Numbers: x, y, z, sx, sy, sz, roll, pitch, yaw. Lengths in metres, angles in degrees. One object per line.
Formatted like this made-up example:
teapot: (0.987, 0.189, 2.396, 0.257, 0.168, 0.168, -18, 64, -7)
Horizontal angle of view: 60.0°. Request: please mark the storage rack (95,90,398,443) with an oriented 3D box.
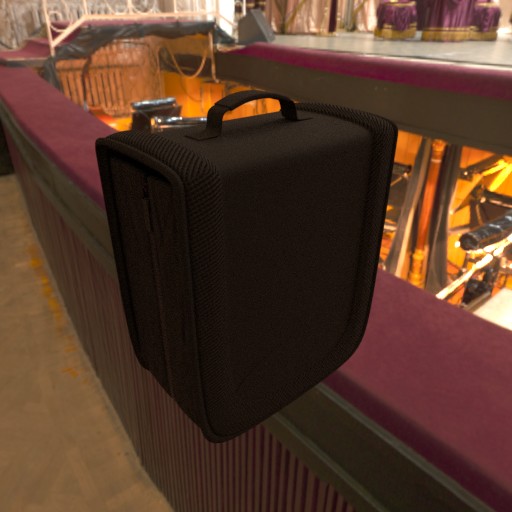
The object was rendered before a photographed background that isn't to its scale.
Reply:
storage rack: (0.000, 0.000, 0.552, 0.297, 0.387, 0.168, -22, 36, -34)
